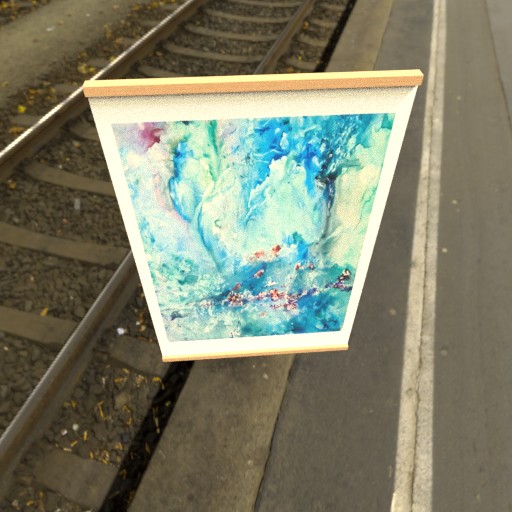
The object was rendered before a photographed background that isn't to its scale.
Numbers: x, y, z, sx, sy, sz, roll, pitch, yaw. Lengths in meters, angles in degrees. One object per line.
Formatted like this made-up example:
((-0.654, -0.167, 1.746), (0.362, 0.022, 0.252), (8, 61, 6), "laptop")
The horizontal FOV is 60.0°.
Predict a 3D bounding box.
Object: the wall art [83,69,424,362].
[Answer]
((0.000, 0.000, 1.246), (0.669, 1.020, 0.027), (-3, 47, -3), "wall art")
